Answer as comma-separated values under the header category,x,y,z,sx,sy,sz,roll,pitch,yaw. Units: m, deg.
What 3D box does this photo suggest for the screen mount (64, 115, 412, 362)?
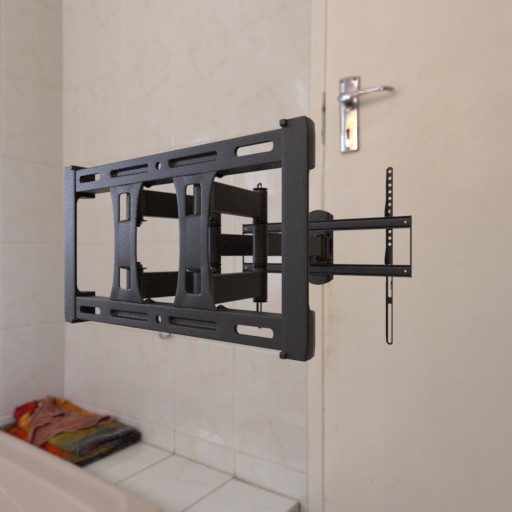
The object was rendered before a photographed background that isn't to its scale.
category,x,y,z,sx,sy,sz,roll,pitch,yaw
screen mount,0.000,0.000,0.952,0.571,0.424,0.556,0,0,37
